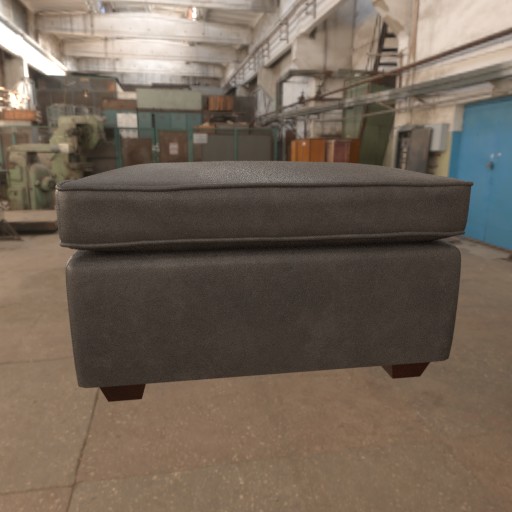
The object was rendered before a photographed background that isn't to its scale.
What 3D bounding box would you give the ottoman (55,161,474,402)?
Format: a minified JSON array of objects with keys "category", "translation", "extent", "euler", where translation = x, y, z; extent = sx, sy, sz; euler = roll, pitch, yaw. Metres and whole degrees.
[{"category":"ottoman","translation":[0.000,0.000,1.062],"extent":[0.756,0.445,0.554],"euler":[-2,14,-9]}]
